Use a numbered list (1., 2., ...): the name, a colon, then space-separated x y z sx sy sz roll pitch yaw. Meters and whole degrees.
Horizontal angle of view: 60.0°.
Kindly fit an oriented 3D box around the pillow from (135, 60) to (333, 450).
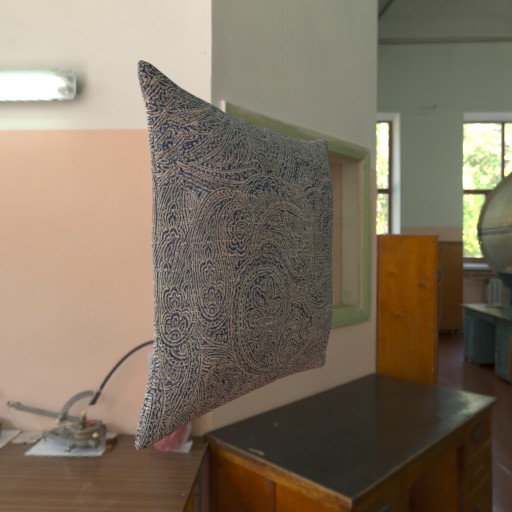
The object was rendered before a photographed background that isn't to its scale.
1. pillow: 0.000 0.000 0.786 0.166 0.510 0.523 0 1 36
